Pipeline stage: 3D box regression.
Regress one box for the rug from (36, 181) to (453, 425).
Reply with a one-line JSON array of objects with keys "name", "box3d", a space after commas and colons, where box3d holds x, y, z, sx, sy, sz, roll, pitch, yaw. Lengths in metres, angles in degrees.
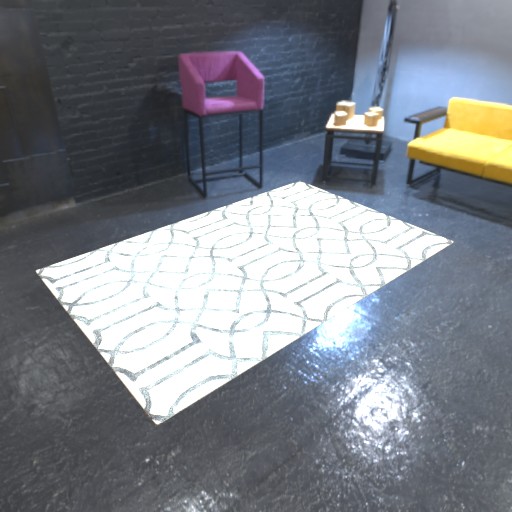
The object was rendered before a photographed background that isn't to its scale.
[{"name": "rug", "box3d": [0.000, 0.000, 2.955, 2.365, 0.017, 1.521, -24, 38, -34]}]
